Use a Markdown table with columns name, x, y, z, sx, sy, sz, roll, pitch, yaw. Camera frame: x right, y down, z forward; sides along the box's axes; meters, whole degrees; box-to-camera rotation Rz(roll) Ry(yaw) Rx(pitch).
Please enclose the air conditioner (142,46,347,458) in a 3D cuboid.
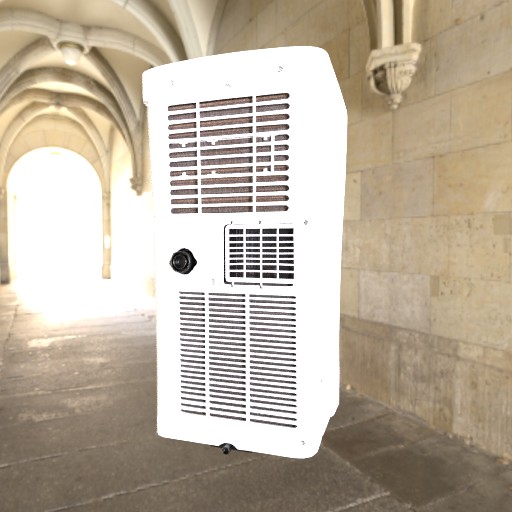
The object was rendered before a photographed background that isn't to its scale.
| name | x | y | z | sx | sy | sz | roll | pitch | yaw |
| --- | --- | --- | --- | --- | --- | --- | --- | --- | --- |
| air conditioner | 0.000 | 0.000 | 0.945 | 0.352 | 0.716 | 0.369 | 1 | 2 | 19 |
